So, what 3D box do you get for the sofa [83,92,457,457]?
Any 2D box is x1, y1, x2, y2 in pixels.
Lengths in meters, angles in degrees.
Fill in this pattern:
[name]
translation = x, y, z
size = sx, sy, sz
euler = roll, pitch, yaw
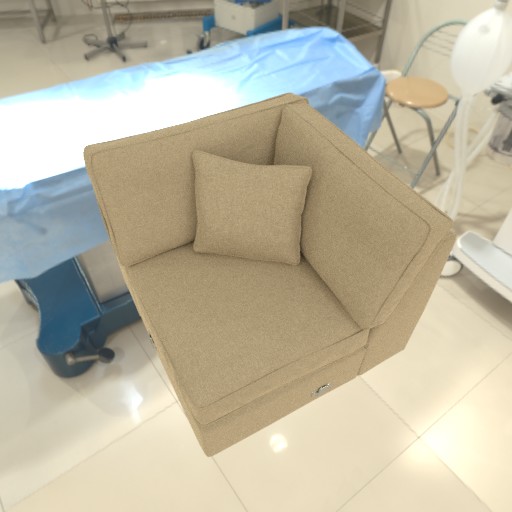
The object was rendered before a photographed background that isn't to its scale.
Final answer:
[sofa]
translation = 0.000, 0.000, 1.954
size = 1.084, 1.002, 1.146
euler = -22, 51, -19
